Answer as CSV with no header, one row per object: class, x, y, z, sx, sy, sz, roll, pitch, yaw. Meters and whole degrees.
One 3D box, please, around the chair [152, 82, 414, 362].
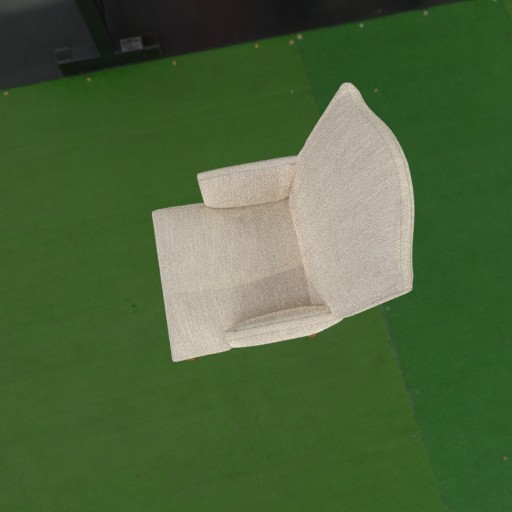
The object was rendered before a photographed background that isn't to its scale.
chair,0.000,0.000,1.376,0.641,1.016,0.533,-11,75,-3
